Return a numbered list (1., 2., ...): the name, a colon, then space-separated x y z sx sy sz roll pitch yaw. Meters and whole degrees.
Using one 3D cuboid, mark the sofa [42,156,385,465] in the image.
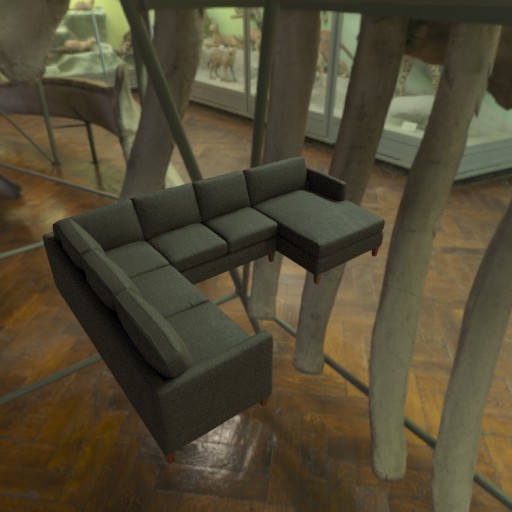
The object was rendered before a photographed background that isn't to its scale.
1. sofa: 0.000 0.000 4.553 3.460 0.961 2.594 -22 38 -31
